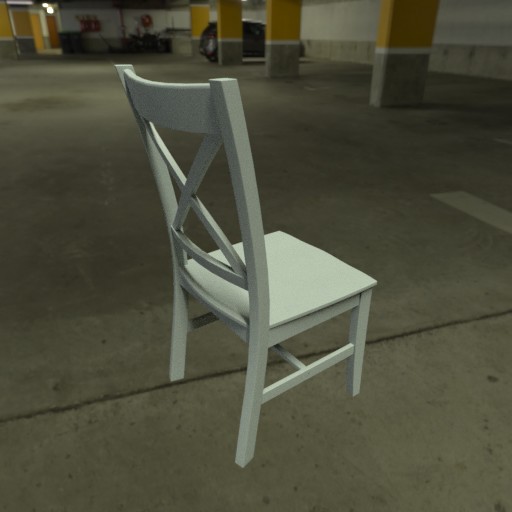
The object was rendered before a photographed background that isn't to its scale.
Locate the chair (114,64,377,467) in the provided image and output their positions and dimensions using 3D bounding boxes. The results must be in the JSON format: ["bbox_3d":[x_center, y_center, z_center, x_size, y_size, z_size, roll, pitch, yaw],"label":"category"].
[{"bbox_3d":[0.000,0.000,1.246,0.542,0.983,0.485,-18,32,-32],"label":"chair"}]
